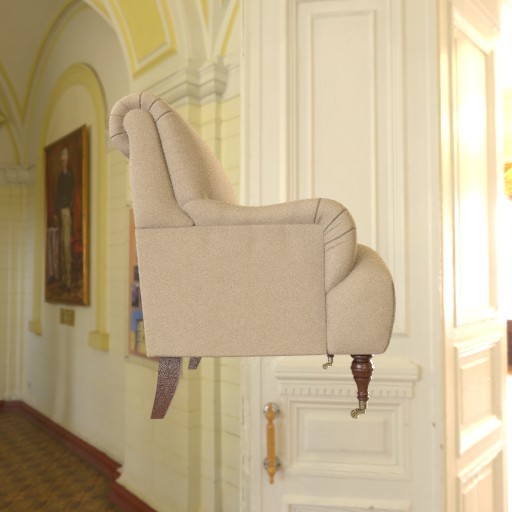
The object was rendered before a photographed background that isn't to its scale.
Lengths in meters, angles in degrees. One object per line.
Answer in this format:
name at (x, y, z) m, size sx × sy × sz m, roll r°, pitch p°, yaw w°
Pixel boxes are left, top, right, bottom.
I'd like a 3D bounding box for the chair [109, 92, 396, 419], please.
chair at (0.000, 0.000, 1.588) m, size 0.842 × 0.942 × 0.766 m, roll 0°, pitch -2°, yaw 1°
